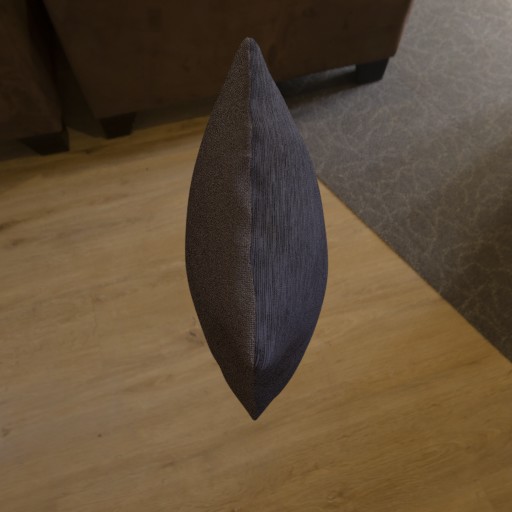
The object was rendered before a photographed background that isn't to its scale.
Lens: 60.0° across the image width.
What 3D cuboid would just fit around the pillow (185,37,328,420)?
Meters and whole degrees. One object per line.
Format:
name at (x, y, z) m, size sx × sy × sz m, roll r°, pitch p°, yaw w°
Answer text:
pillow at (0.000, 0.000, 0.684) m, size 0.204 × 0.439 × 0.452 m, roll -1°, pitch 63°, yaw 0°
